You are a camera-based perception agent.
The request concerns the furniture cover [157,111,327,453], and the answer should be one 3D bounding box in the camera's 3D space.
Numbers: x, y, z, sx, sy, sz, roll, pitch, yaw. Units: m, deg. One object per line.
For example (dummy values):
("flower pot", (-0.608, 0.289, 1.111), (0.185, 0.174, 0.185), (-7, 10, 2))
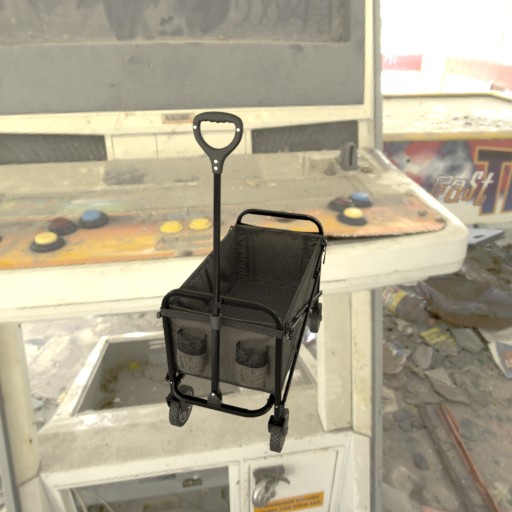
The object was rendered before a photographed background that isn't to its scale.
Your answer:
("furniture cover", (0.000, 0.000, 1.882), (0.532, 1.295, 1.038), (8, 28, 15))
